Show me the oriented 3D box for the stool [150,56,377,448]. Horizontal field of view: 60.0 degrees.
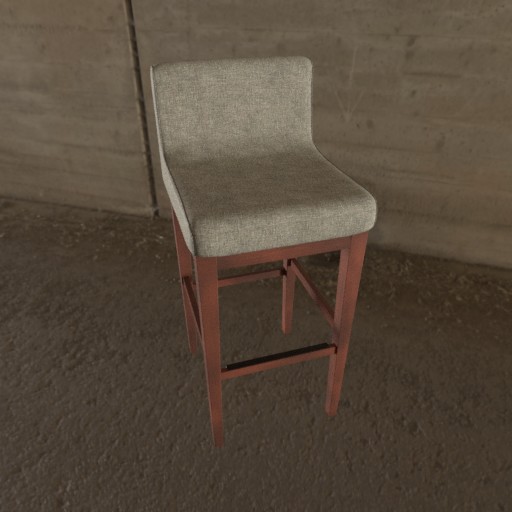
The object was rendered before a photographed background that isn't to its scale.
[{"bbox_3d":[0.000,0.000,1.237,0.426,0.965,0.499,-9,33,-14],"label":"stool"}]
